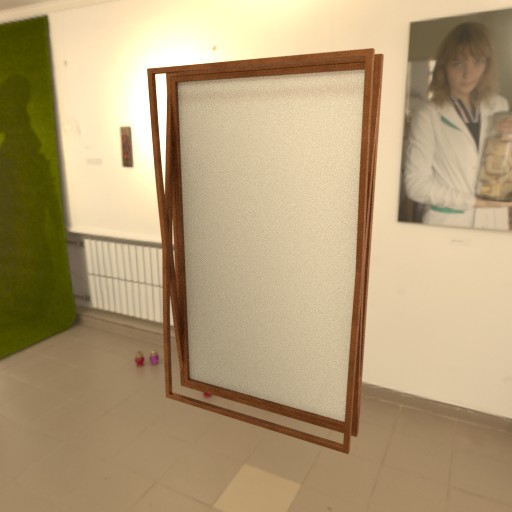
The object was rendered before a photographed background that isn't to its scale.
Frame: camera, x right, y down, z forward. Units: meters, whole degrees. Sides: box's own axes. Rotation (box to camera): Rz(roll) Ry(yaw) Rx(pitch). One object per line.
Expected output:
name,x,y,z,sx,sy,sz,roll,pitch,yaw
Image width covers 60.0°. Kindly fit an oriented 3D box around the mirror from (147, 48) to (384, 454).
mirror,0.000,0.000,0.946,0.468,0.768,0.082,7,16,26
